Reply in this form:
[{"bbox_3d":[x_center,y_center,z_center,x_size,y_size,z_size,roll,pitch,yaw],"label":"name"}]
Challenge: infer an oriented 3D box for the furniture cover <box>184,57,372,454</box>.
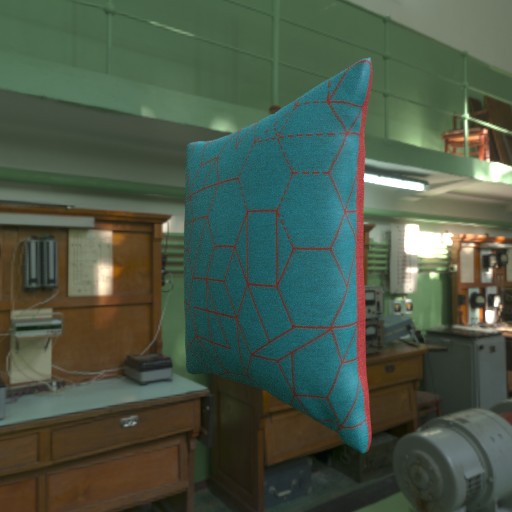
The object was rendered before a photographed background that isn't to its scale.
[{"bbox_3d":[0.000,0.000,0.775,0.158,0.508,0.517,1,-2,-35],"label":"furniture cover"}]
